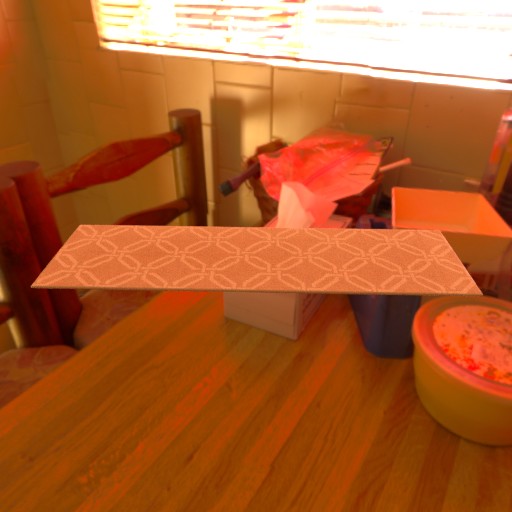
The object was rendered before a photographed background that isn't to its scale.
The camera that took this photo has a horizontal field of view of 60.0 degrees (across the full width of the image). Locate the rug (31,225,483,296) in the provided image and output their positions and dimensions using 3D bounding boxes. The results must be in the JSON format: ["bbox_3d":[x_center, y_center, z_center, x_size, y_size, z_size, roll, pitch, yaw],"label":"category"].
[{"bbox_3d":[0.000,0.000,2.514,2.276,0.014,0.678,1,32,2],"label":"rug"}]
